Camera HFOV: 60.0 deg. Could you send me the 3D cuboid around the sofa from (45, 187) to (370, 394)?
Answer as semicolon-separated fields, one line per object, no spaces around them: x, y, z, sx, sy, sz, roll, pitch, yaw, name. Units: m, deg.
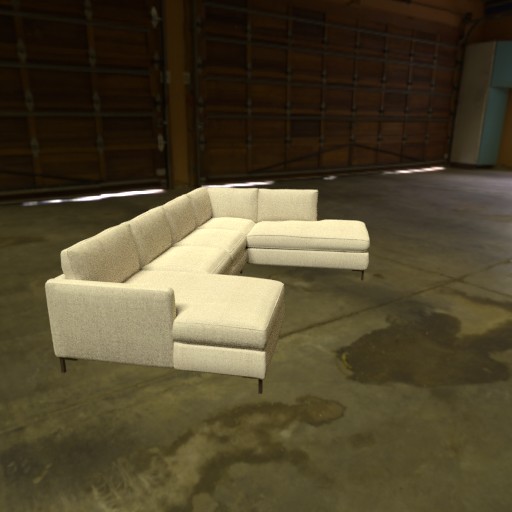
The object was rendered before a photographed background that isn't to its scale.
0.000;0.000;3.578;1.879;0.756;2.737;3;17;10;sofa
